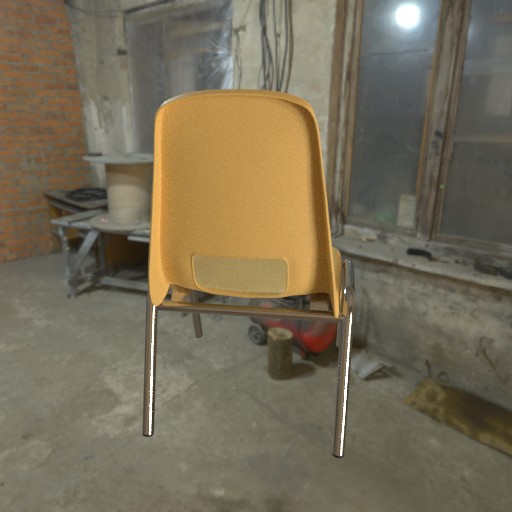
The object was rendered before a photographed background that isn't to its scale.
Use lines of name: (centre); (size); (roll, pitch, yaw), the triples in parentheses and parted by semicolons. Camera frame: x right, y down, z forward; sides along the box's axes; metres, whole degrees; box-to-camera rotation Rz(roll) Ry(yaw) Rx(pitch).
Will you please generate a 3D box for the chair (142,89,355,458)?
chair: (0.000, 0.000, 0.789); (0.354, 0.536, 0.385); (3, 18, 8)
